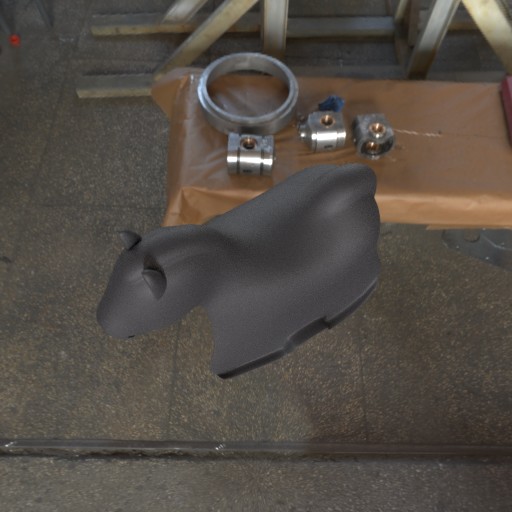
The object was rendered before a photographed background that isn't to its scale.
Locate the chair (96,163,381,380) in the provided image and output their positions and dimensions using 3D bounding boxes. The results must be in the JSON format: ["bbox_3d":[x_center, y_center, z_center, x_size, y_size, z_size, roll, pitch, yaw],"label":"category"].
[{"bbox_3d":[0.000,0.000,1.144,0.800,0.612,0.429,-30,67,-14],"label":"chair"}]
